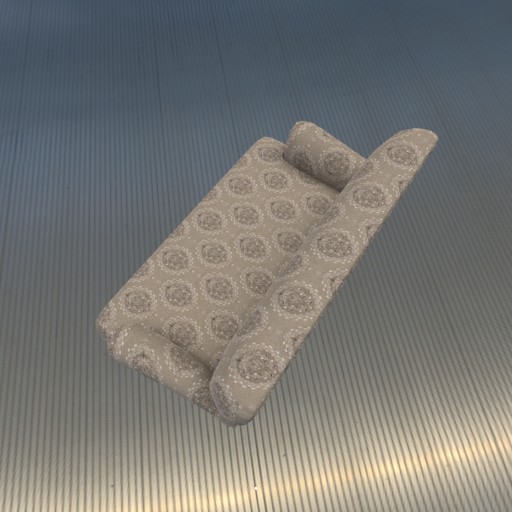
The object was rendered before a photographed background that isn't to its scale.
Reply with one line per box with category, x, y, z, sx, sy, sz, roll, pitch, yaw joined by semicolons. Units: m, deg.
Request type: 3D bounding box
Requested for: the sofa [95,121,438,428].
sofa;0.000;0.000;1.815;0.779;0.889;1.297;32;67;15
